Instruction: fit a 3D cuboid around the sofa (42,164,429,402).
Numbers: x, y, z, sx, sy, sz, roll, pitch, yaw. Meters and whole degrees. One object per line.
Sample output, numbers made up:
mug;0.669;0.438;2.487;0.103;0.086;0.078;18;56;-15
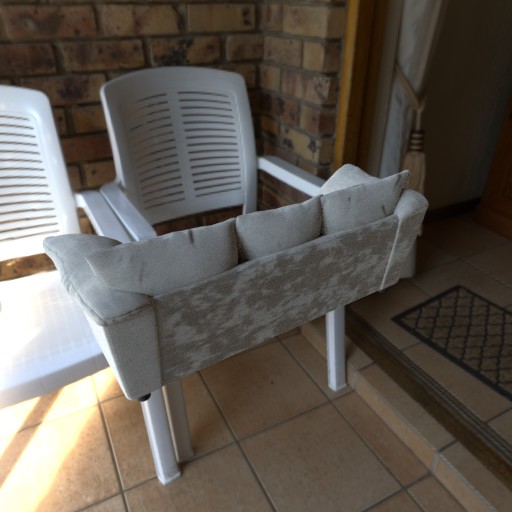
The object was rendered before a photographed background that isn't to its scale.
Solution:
sofa;0.000;0.000;2.908;2.377;0.981;0.893;-18;35;-28
